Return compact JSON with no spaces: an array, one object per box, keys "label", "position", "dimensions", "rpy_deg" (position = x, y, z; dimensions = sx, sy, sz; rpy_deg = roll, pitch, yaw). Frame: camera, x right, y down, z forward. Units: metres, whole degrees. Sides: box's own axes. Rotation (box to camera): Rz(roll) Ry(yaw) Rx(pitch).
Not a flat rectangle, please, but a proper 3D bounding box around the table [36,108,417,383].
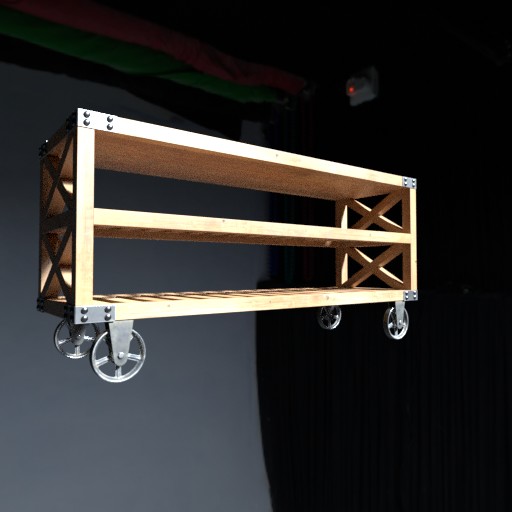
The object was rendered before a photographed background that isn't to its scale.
[{"label":"table","position":[0.000,0.000,1.736],"dimensions":[1.487,0.711,0.467],"rpy_deg":[1,-2,-37]}]
